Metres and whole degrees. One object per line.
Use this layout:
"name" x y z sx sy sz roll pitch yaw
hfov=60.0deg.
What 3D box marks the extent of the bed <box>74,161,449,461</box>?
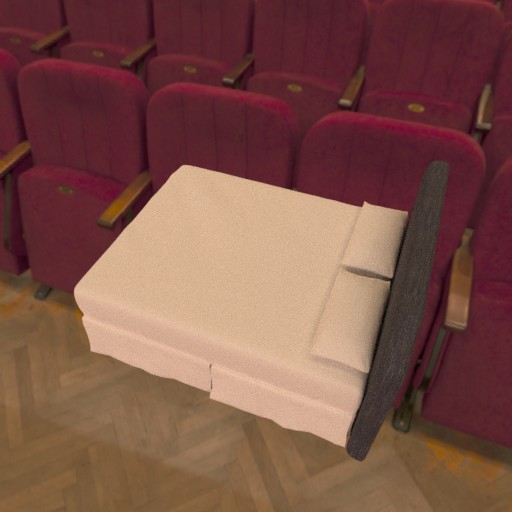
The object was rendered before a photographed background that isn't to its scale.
"bed" 0.000 0.000 3.090 2.116 1.290 1.693 16 49 15
